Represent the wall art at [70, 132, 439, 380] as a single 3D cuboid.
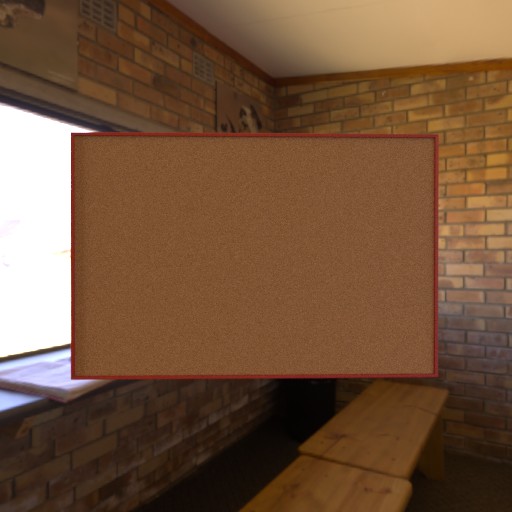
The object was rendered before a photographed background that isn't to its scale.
[{"bbox_3d":[0.000,0.000,0.747,0.607,0.405,0.033,0,0,-1],"label":"wall art"}]
